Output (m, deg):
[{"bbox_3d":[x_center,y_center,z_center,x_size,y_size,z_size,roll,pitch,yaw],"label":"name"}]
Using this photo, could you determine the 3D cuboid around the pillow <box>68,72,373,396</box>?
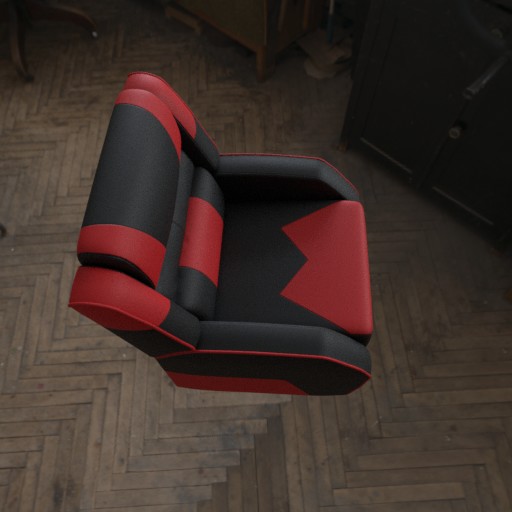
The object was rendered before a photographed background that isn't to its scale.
[{"bbox_3d":[0.000,0.000,1.254,0.672,0.805,0.620,3,63,1],"label":"pillow"}]
